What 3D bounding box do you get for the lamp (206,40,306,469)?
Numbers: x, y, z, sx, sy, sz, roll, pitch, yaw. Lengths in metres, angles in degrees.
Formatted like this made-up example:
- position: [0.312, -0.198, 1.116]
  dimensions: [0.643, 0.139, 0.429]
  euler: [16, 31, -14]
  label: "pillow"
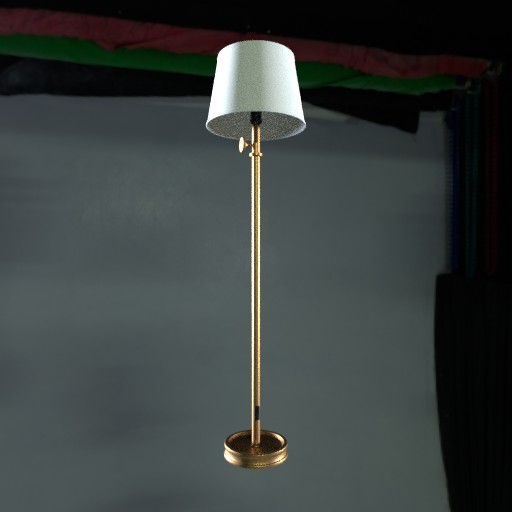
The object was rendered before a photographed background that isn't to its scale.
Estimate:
- position: [0.000, 0.000, 0.796]
  dimensions: [0.178, 0.710, 0.178]
  euler: [0, 0, 0]
  label: "lamp"
